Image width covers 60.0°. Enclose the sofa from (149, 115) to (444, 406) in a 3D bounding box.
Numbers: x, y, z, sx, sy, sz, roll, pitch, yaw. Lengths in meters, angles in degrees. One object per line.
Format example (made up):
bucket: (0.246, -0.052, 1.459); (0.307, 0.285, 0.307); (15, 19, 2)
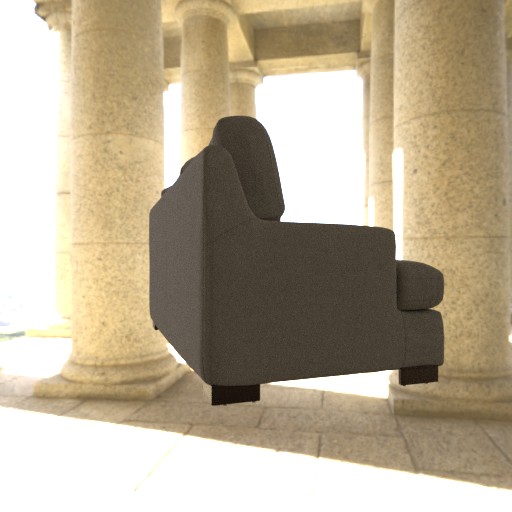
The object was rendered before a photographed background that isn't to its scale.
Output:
sofa: (0.000, 0.000, 2.390); (0.962, 0.980, 1.855); (0, -1, -19)
